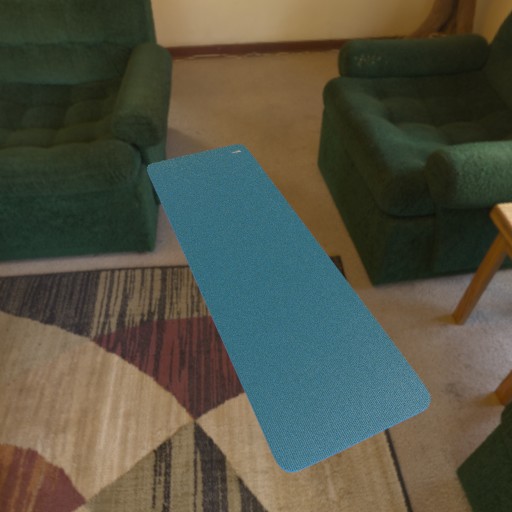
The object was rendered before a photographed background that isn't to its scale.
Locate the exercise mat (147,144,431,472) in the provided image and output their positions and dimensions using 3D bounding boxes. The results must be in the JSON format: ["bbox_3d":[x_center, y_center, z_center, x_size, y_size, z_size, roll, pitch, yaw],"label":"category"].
[{"bbox_3d":[0.000,0.000,2.093,0.616,0.021,1.869,-17,49,-16],"label":"exercise mat"}]
